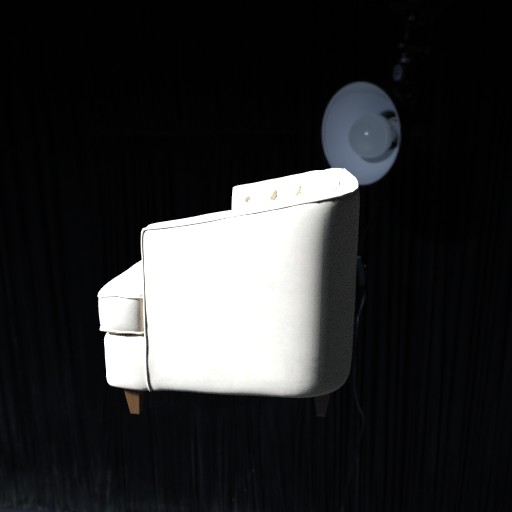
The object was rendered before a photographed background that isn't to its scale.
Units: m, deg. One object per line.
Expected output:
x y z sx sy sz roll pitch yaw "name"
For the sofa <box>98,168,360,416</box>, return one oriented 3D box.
0.000 0.000 2.320 0.940 0.878 1.731 2 14 8 "sofa"
